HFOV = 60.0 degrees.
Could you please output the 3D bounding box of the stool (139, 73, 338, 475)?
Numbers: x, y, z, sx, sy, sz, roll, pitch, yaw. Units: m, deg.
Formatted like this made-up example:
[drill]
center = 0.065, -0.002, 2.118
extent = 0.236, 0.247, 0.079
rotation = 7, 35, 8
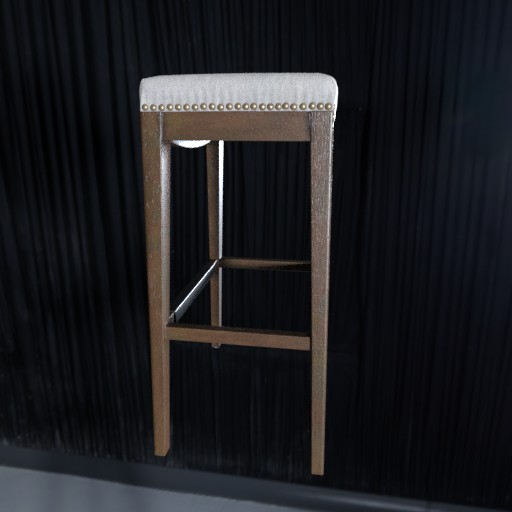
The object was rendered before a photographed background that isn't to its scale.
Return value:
[stool]
center = 0.000, 0.000, 1.047
extent = 0.356, 0.762, 0.508
rotation = 3, 17, 9
